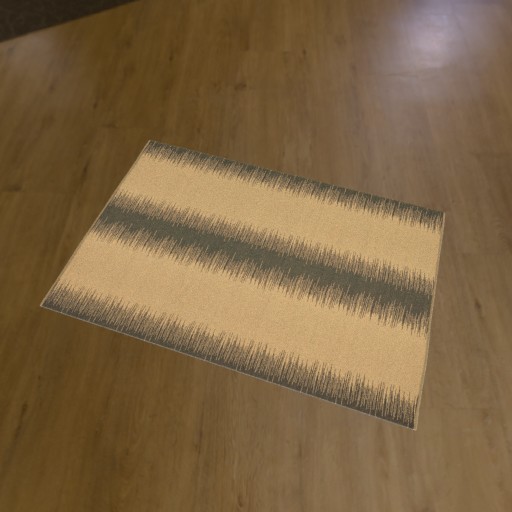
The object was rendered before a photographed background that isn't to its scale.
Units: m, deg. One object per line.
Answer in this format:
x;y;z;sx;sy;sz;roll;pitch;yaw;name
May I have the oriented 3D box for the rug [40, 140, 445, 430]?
0.000;0.000;2.348;1.854;0.006;1.234;16;59;10;rug
